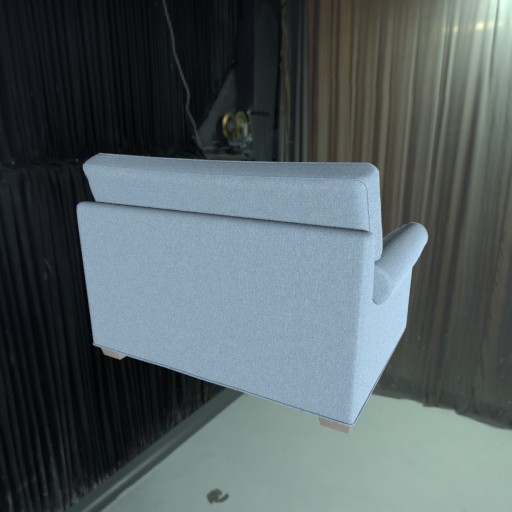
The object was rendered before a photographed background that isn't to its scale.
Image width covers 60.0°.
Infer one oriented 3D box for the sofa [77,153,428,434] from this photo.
[{"bbox_3d":[0.000,0.000,2.099,1.410,0.953,0.940,9,18,28],"label":"sofa"}]
